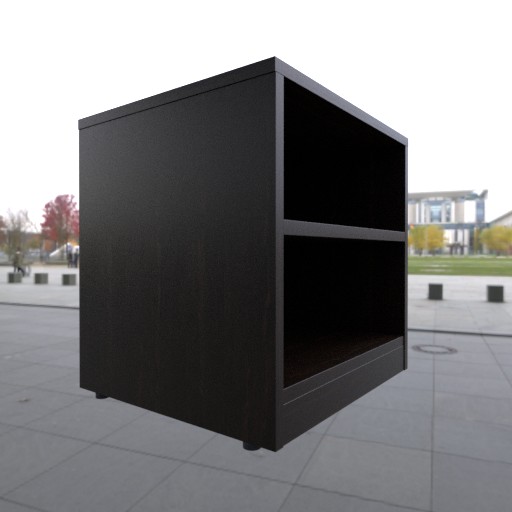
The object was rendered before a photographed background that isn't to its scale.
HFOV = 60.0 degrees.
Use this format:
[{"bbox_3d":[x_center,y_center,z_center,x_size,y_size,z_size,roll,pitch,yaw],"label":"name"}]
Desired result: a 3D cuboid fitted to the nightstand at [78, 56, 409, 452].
[{"bbox_3d":[0.000,0.000,0.858,0.427,0.487,0.489,0,1,37],"label":"nightstand"}]
